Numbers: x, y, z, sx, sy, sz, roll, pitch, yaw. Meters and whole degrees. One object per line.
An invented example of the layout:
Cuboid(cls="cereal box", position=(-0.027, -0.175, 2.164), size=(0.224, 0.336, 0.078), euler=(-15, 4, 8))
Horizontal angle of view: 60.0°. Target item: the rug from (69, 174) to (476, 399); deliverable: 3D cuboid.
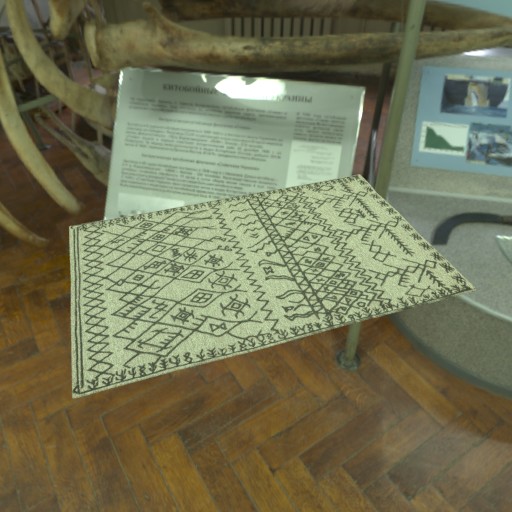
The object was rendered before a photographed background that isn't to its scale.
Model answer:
Cuboid(cls="rug", position=(0.000, 0.000, 4.797), size=(3.824, 0.019, 2.393), euler=(-12, 42, -14))
